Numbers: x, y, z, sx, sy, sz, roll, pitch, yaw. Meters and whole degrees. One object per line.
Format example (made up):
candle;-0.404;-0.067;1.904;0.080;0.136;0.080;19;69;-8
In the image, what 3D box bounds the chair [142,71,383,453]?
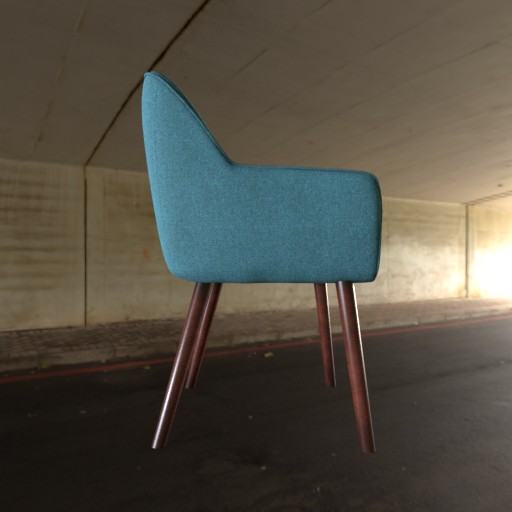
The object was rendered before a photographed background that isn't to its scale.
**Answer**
chair;0.000;0.000;1.150;0.519;0.803;0.543;0;-1;0
